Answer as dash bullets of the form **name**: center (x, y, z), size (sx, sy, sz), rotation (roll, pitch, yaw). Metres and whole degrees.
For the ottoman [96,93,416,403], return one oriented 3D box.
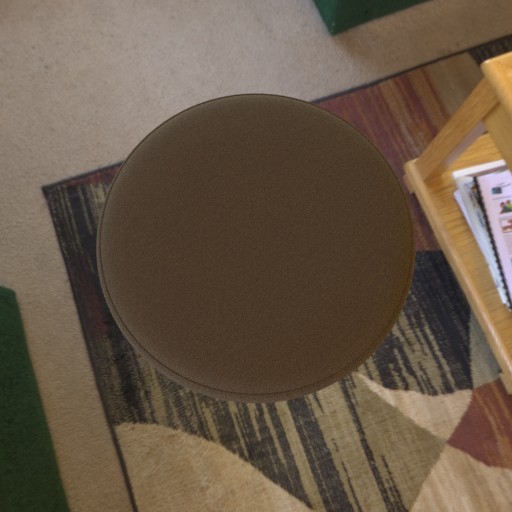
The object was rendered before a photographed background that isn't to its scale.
- **ottoman**: center (0.000, 0.000, 0.997), size (0.608, 0.433, 0.608), rotation (0, 76, 0)
